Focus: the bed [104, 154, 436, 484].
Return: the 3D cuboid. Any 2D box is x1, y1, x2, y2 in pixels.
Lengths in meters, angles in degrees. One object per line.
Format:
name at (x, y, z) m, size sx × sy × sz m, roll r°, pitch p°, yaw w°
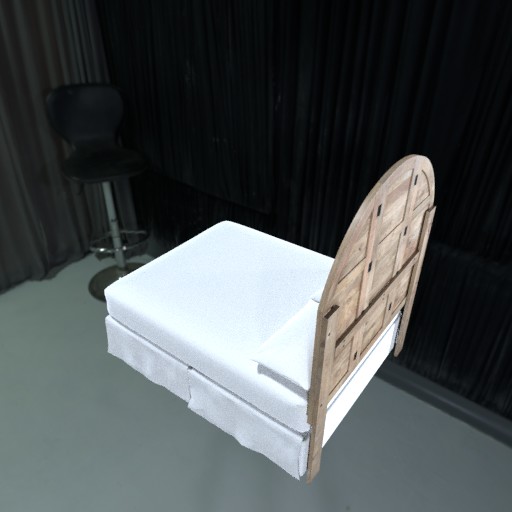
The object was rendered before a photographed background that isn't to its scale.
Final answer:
bed at (0.000, 0.000, 3.495) m, size 2.112 × 2.002 × 1.713 m, roll 22°, pitch 38°, yaw 31°
